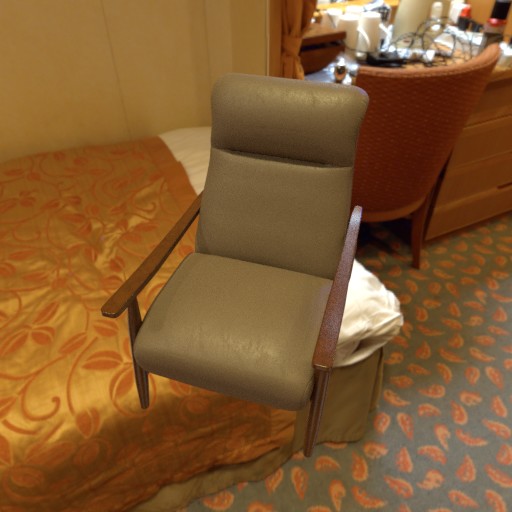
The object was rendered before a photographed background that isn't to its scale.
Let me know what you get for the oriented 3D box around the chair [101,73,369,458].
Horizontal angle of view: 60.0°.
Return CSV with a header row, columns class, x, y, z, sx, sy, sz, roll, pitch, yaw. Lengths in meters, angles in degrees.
class,x,y,z,sx,sy,sz,roll,pitch,yaw
chair,0.000,0.000,1.775,0.762,1.082,1.014,11,42,13
